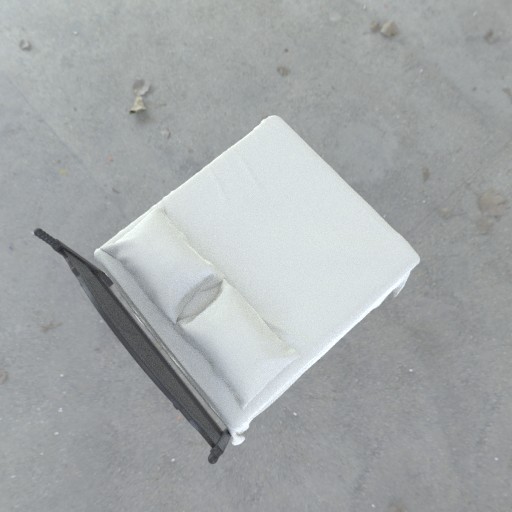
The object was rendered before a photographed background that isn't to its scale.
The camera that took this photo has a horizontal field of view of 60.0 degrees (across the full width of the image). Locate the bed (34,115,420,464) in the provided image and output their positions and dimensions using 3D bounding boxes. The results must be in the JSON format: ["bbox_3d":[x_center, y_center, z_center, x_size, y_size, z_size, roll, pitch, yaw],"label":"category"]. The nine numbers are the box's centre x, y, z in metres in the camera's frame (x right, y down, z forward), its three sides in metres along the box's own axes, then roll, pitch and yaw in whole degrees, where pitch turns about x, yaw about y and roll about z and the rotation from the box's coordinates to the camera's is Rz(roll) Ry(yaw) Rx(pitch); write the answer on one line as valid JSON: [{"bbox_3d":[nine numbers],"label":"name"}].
[{"bbox_3d":[0.000,0.000,3.212,2.040,1.356,1.873,-40,78,-10],"label":"bed"}]
